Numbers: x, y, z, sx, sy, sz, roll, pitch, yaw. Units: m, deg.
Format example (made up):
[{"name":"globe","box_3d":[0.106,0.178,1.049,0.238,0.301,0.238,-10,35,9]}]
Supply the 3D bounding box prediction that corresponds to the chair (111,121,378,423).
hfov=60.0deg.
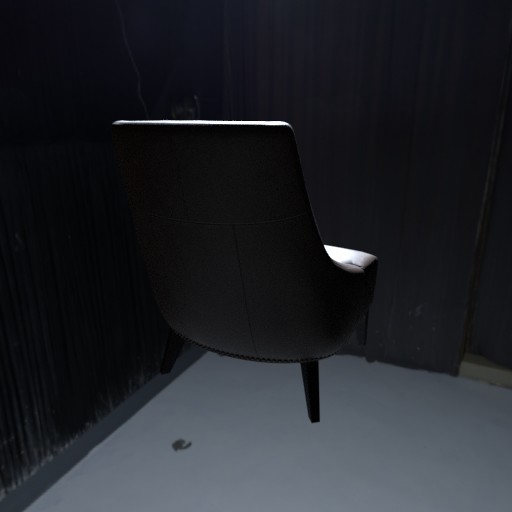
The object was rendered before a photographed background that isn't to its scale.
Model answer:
[{"name":"chair","box_3d":[0.000,0.000,1.550,0.701,0.909,0.861,9,19,26]}]
